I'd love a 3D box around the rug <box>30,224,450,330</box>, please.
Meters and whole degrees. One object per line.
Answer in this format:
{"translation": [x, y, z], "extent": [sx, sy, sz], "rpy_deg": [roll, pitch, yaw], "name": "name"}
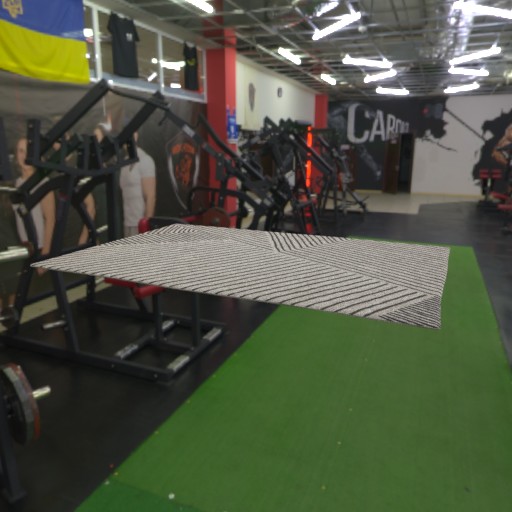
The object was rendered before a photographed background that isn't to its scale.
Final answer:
{"translation": [0.000, 0.000, 2.315], "extent": [1.842, 0.019, 1.237], "rpy_deg": [6, 16, 23], "name": "rug"}
